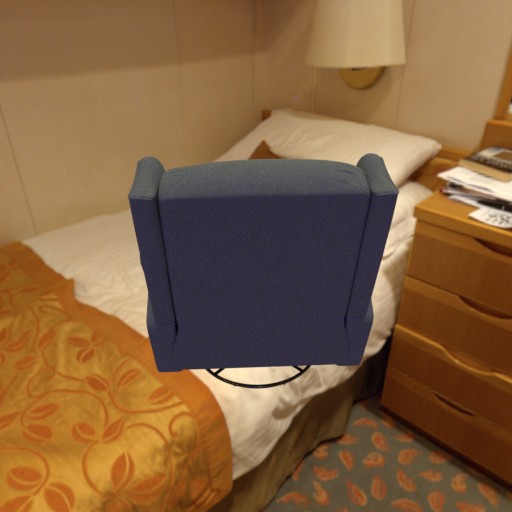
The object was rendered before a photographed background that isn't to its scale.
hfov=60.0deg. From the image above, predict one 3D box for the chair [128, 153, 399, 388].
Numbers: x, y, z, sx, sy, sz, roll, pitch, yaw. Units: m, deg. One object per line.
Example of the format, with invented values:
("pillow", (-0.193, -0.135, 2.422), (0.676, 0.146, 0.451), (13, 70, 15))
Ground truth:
("chair", (0.000, 0.000, 1.812), (0.971, 1.020, 0.877), (-1, 30, -2))
